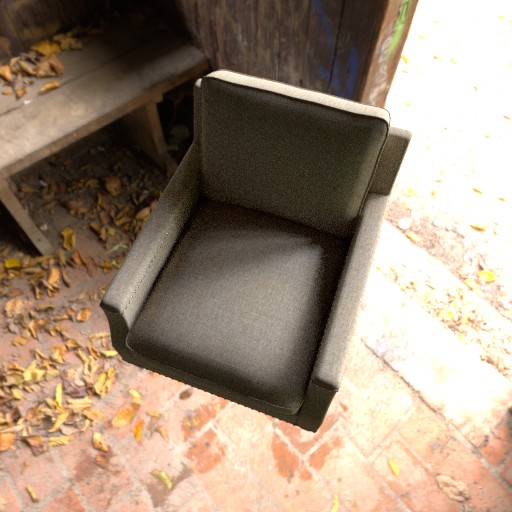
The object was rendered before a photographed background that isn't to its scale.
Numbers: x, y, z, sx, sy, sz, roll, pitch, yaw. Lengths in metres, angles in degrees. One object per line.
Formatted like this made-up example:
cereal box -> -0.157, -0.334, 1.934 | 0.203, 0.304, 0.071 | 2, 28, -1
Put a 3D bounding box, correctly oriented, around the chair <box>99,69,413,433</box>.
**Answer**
chair -> 0.000, 0.000, 1.711 | 0.853, 0.943, 1.014 | 17, 61, 10
